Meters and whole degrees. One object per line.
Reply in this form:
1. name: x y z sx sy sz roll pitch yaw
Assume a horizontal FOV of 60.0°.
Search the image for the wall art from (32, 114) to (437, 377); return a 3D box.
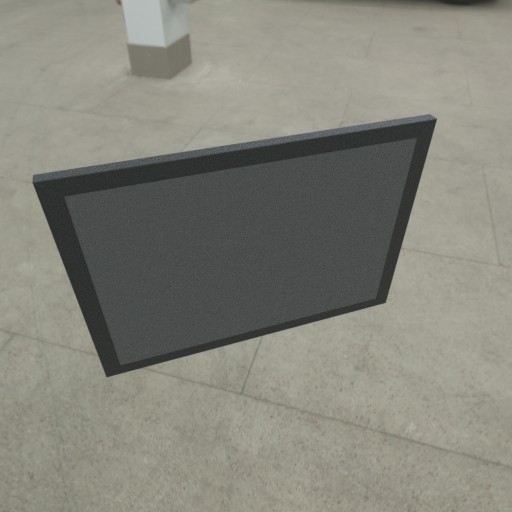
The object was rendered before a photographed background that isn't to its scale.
1. wall art: 0.000 0.000 0.558 0.432 0.306 0.016 -12 42 -14
